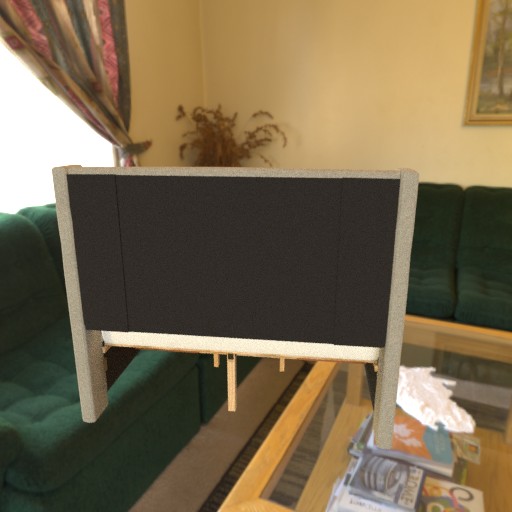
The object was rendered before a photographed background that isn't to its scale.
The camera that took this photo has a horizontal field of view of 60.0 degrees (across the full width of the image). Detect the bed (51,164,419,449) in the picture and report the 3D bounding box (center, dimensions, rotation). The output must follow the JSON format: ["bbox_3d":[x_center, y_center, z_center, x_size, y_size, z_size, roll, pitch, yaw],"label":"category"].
[{"bbox_3d":[0.000,0.000,3.350,1.774,1.491,2.222,2,16,7],"label":"bed"}]
